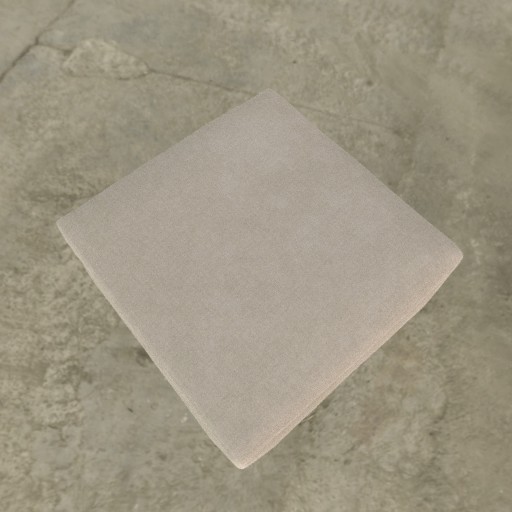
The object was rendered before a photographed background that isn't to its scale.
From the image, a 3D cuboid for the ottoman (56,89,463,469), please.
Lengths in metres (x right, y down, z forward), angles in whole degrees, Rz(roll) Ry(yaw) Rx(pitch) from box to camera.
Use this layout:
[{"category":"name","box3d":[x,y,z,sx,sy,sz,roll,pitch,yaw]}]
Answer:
[{"category":"ottoman","box3d":[0.000,0.000,1.862,1.171,0.517,1.203,-37,70,-17]}]
